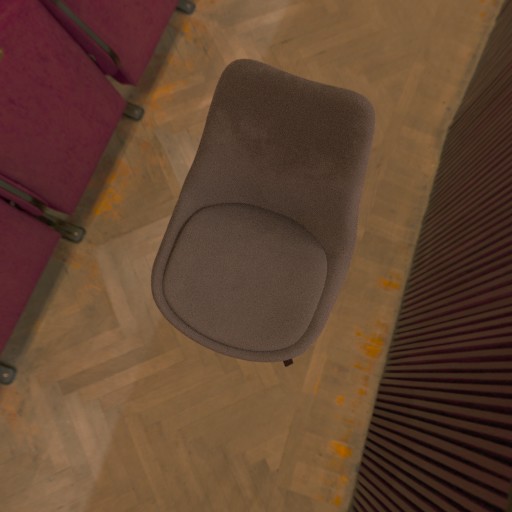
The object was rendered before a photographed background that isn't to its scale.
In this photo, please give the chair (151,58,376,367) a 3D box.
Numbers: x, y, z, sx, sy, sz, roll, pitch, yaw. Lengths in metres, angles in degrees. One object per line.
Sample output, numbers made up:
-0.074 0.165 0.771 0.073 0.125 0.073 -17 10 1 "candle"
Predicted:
0.000 0.000 1.203 0.476 0.850 0.550 20 76 5 "chair"
